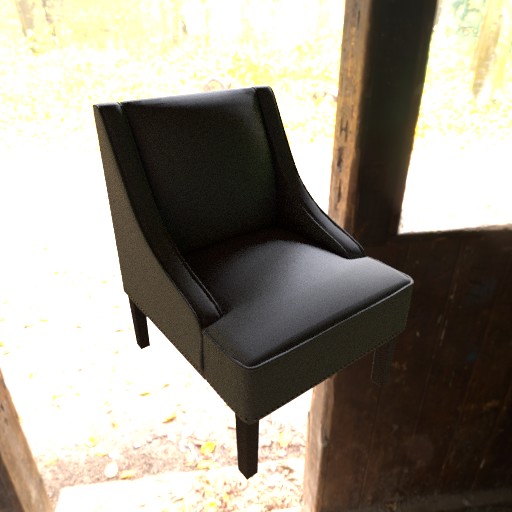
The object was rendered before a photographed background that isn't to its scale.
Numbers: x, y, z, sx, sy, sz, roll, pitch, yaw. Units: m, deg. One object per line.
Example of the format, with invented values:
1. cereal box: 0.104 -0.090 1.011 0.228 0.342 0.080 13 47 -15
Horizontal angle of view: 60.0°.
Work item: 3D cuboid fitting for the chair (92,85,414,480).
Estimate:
1. chair: 0.000 0.000 1.357 0.631 0.867 0.747 -20 35 -32
